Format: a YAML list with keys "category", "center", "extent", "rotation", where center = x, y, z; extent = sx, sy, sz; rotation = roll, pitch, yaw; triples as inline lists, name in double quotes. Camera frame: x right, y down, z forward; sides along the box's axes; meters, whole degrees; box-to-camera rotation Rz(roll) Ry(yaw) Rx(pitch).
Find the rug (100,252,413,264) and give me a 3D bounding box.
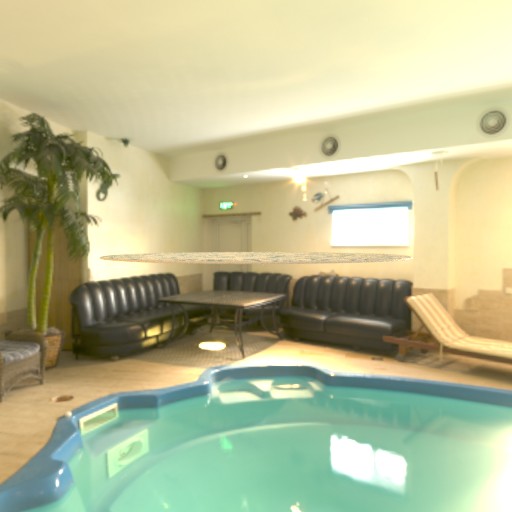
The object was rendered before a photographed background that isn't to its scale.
- category: "rug"
  center: [0.000, 0.000, 2.392]
  extent: [1.593, 0.012, 1.593]
  rotation: [0, 2, 0]
